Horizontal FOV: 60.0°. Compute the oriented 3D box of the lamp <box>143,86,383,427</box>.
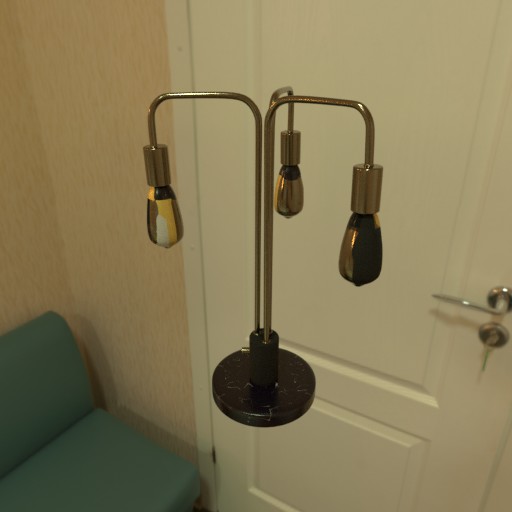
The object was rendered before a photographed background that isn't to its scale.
[{"bbox_3d":[0.000,0.000,0.799,0.368,0.560,0.355,1,25,2],"label":"lamp"}]
